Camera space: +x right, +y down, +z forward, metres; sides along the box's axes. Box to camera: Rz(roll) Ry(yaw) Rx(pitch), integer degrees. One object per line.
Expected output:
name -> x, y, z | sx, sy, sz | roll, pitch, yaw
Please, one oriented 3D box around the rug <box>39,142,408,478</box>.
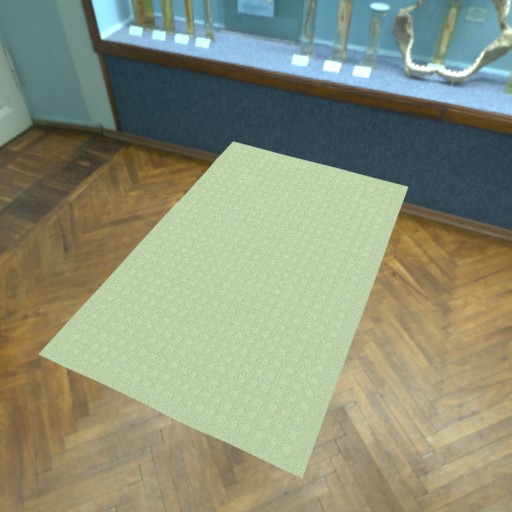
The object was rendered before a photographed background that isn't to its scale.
rug -> 0.000, 0.000, 2.187 | 1.143, 0.006, 1.747 | 18, 49, 17
